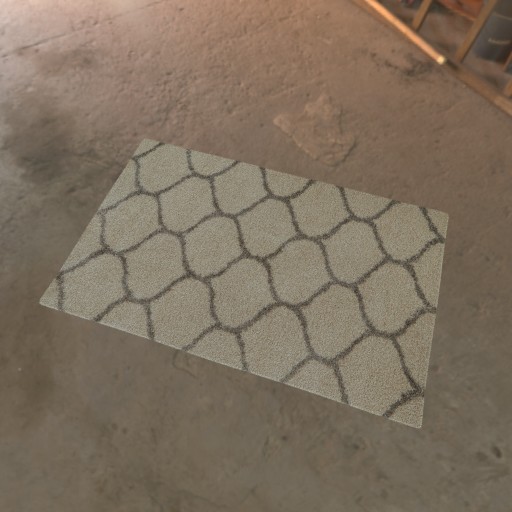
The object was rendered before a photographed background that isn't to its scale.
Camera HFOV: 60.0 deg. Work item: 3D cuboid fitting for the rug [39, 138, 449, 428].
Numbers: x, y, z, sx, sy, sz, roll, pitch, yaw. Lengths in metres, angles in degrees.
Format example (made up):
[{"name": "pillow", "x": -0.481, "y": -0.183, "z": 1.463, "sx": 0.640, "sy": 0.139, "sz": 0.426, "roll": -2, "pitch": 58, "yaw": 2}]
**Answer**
[{"name": "rug", "x": 0.000, "y": 0.000, "z": 2.925, "sx": 2.348, "sy": 0.024, "sz": 1.501, "roll": 16, "pitch": 60, "yaw": 9}]
